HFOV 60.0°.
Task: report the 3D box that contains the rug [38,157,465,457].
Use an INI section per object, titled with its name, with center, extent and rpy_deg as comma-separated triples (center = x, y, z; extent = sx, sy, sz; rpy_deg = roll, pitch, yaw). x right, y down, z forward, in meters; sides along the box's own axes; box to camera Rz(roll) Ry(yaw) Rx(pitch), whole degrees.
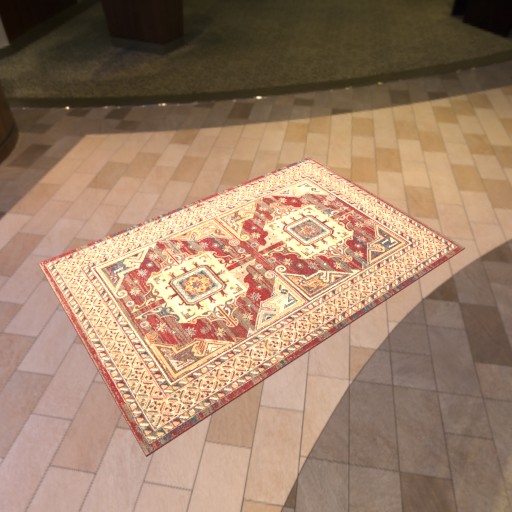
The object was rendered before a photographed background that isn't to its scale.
[rug]
center = 0.000, 0.000, 5.699
extent = 4.578, 0.033, 3.033
rpy_deg = -26, 48, -27
